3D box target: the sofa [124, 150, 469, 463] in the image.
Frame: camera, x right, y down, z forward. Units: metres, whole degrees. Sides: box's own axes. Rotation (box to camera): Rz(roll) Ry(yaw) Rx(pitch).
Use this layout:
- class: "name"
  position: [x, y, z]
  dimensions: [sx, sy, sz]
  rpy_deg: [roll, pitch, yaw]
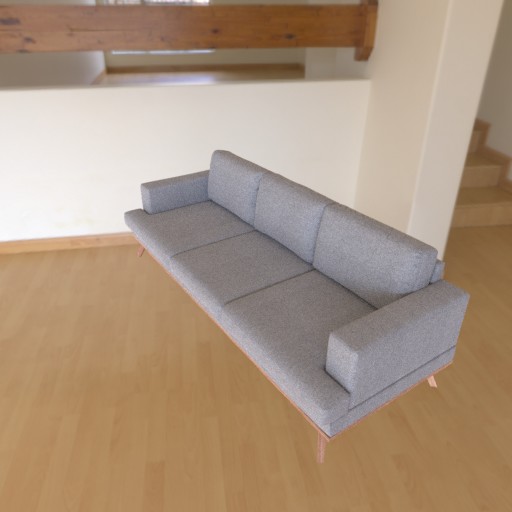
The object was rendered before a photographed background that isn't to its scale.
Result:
- class: "sofa"
  position: [0.000, 0.000, 2.782]
  dimensions: [0.920, 0.810, 2.310]
  rpy_deg: [-18, 34, -29]
